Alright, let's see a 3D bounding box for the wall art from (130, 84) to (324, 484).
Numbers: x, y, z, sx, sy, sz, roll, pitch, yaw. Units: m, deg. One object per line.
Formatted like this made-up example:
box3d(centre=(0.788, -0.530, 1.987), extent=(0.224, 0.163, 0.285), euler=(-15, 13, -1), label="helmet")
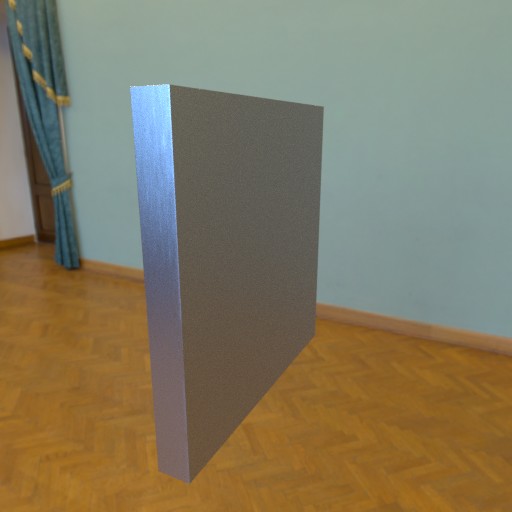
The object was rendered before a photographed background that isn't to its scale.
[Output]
box3d(centre=(0.000, 0.000, 0.524), extent=(0.038, 0.350, 0.350), euler=(8, 18, 26), label="wall art")
